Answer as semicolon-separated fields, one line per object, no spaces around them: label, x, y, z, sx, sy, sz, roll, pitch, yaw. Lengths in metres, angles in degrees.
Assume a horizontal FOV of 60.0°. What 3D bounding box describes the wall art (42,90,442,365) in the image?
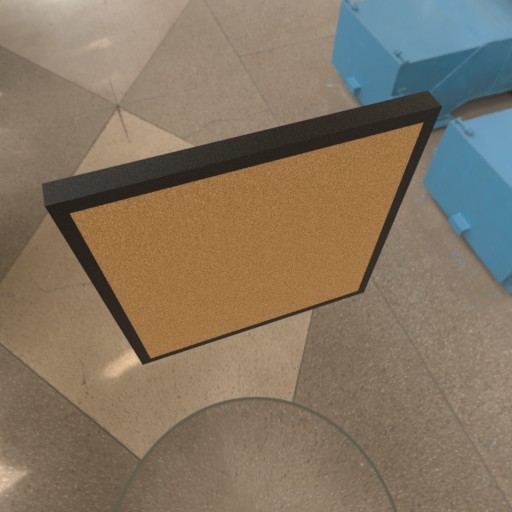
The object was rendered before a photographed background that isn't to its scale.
wall art;0.000;0.000;0.756;0.508;0.508;0.036;-16;58;-11
